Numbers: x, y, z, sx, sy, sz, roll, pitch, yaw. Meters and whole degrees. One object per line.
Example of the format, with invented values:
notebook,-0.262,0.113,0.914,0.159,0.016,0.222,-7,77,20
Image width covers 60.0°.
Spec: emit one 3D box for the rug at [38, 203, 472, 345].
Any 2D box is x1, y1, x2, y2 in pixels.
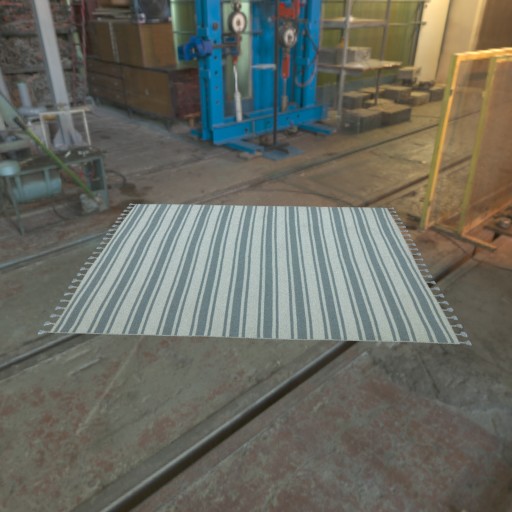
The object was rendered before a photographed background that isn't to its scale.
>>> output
rug,0.000,0.000,4.270,3.201,0.005,2.439,1,30,2
